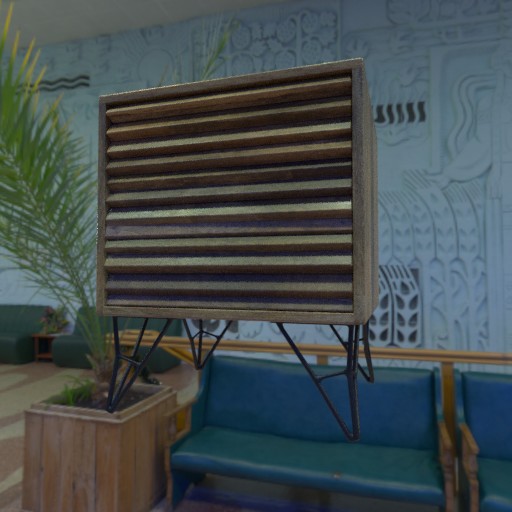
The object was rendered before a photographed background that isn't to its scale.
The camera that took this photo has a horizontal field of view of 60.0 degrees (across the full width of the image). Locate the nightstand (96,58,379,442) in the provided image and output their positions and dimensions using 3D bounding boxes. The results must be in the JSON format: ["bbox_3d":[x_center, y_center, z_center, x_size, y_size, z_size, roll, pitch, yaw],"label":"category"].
[{"bbox_3d":[0.000,0.000,0.893,0.457,0.559,0.406,-1,-2,18],"label":"nightstand"}]
